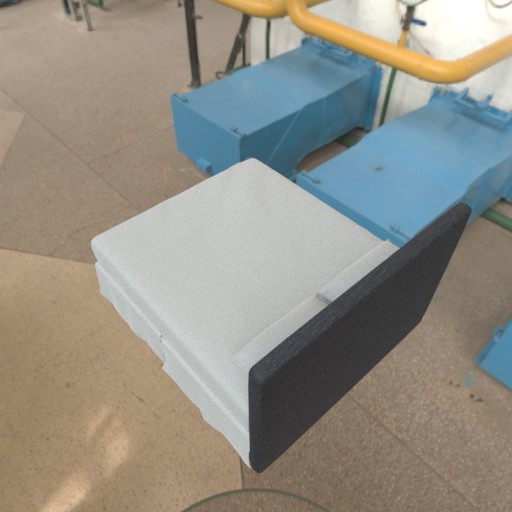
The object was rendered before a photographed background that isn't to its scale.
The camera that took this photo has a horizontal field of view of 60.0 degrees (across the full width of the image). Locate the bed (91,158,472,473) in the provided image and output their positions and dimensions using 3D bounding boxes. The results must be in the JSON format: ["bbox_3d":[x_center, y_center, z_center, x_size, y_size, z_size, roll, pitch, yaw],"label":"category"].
[{"bbox_3d":[0.000,0.000,3.381,1.884,1.330,2.142,-33,55,-27],"label":"bed"}]
